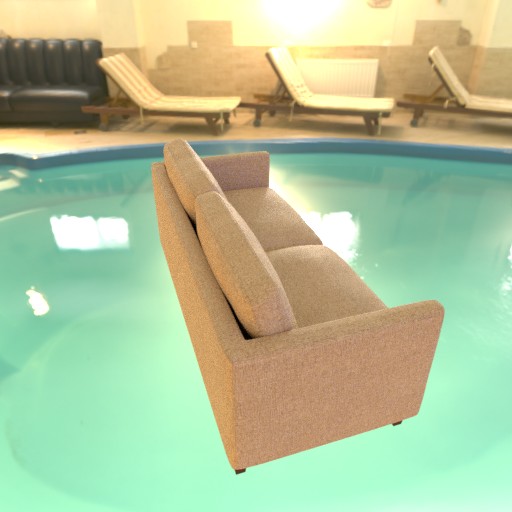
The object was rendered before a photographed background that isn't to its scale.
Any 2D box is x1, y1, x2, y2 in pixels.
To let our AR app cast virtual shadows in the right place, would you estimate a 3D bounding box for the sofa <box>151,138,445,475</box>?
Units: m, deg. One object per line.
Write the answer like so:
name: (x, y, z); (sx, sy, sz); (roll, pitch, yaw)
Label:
sofa: (0.000, 0.000, 2.677); (0.951, 0.965, 2.208); (-10, 32, -16)
